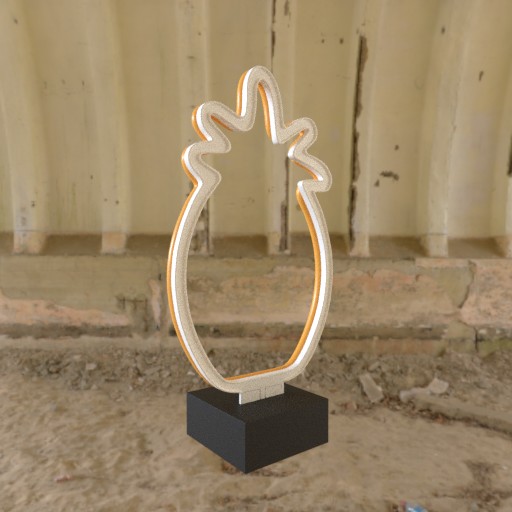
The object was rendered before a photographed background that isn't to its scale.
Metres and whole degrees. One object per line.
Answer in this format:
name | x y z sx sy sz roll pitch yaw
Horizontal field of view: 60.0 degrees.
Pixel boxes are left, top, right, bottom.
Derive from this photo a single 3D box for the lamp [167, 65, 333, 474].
lamp | 0.000 0.000 0.382 0.167 0.317 0.088 -1 1 -38
